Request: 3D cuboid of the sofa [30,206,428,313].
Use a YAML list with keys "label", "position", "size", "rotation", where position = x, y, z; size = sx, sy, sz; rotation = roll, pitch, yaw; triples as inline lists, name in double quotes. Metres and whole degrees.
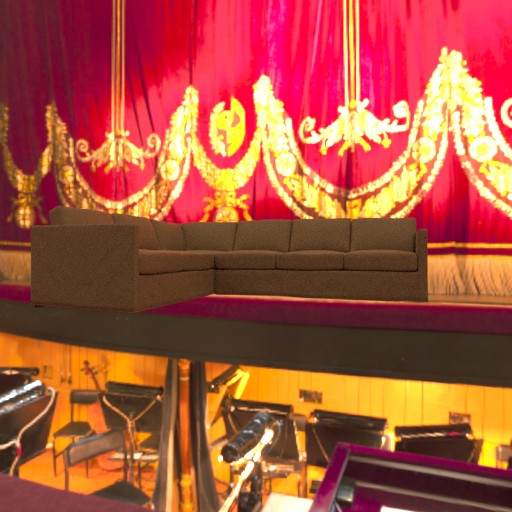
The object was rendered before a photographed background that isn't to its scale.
- label: "sofa"
  position: [0.000, 0.000, 4.339]
  size: [3.182, 0.871, 2.432]
  rotation: [0, 0, 18]
